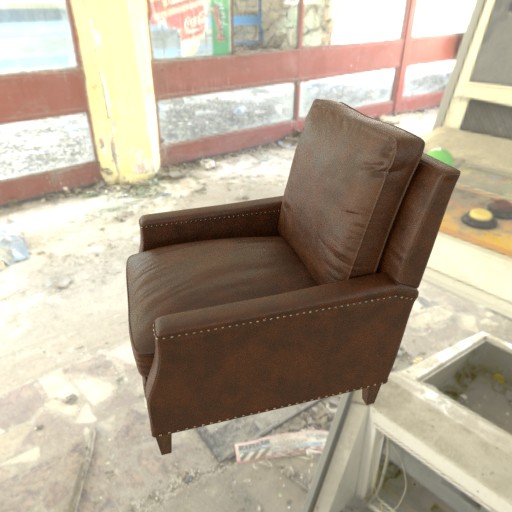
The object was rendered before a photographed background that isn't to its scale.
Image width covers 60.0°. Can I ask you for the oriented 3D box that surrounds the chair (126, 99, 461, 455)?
[{"bbox_3d":[0.000,0.000,1.762,1.035,1.054,0.854,-8,32,-14],"label":"chair"}]
